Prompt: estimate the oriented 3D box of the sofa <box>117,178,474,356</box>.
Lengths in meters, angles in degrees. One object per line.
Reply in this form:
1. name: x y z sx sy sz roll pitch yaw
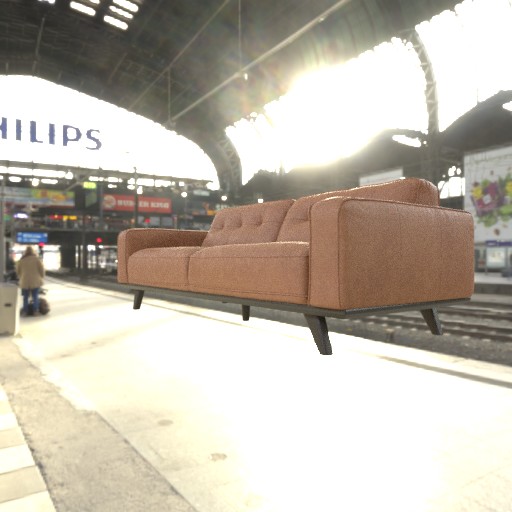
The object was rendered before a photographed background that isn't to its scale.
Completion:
1. sofa: 0.000 0.000 2.713 0.953 0.780 2.270 0 0 -37
